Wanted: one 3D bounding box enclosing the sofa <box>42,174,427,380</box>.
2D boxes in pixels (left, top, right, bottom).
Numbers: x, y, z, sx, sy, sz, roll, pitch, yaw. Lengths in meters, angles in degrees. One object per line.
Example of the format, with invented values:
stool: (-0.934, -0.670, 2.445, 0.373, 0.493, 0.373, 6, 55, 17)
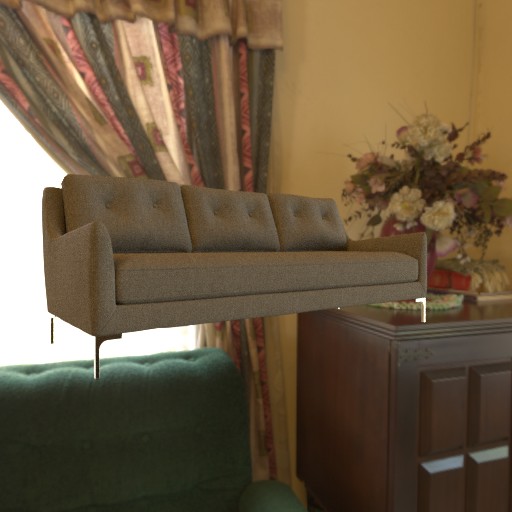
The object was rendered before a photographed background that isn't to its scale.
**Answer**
sofa: (0.000, 0.000, 2.476, 2.060, 0.837, 0.849, -1, 1, -36)
